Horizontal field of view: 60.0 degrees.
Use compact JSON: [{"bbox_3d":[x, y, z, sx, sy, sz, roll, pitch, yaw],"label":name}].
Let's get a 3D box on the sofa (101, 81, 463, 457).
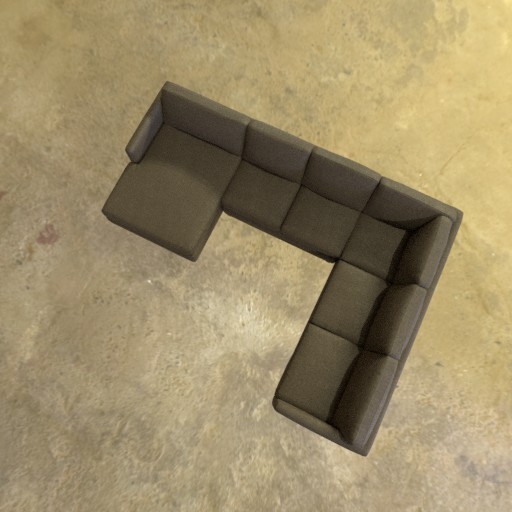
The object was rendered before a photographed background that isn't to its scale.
[{"bbox_3d":[0.000,0.000,4.607,3.460,0.961,2.594,26,78,6],"label":"sofa"}]
